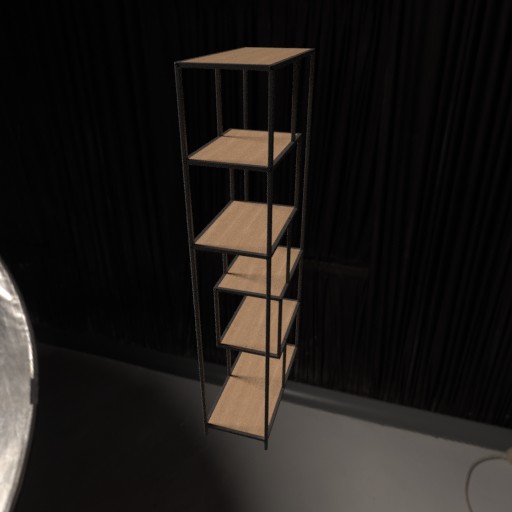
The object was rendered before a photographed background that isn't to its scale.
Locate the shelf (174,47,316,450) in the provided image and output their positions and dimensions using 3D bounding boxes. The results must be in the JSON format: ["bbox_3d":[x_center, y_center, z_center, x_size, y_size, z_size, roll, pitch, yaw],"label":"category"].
[{"bbox_3d":[0.000,0.000,2.227,0.350,1.850,0.770,8,30,14],"label":"shelf"}]
